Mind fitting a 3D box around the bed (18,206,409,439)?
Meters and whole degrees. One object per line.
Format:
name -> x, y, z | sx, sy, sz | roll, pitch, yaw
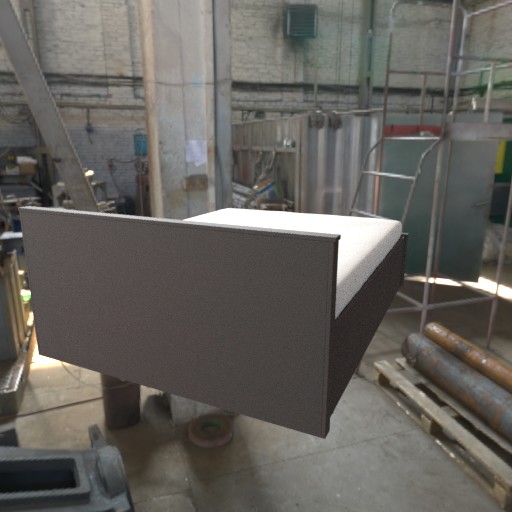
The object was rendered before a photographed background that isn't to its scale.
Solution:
bed -> 0.000, 0.000, 2.894 | 1.634, 0.808, 2.103 | 7, 16, 25
